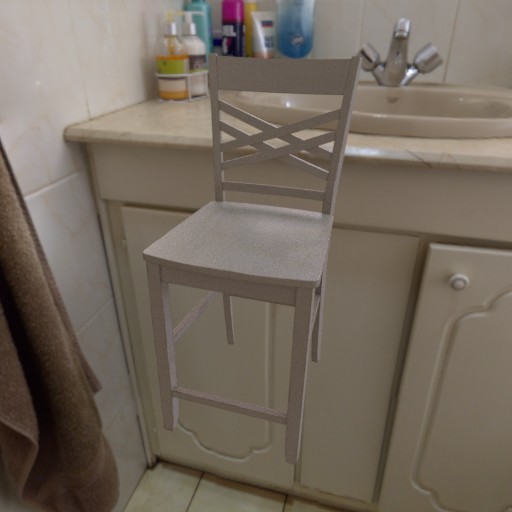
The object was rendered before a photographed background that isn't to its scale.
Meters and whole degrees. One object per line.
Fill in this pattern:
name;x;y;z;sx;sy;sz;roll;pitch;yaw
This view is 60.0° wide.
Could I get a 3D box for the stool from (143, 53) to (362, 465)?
stool;0.000;0.000;1.336;0.462;1.079;0.539;9;29;16
